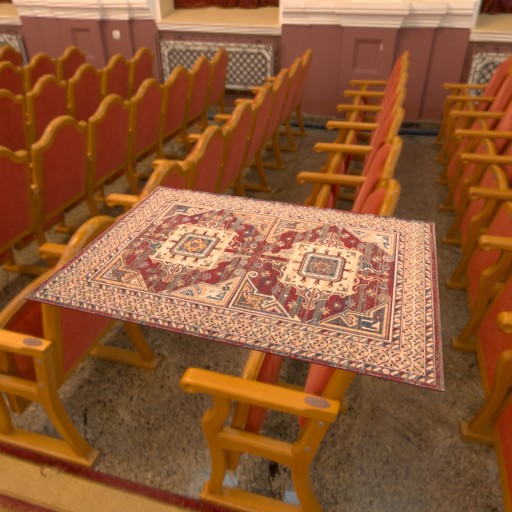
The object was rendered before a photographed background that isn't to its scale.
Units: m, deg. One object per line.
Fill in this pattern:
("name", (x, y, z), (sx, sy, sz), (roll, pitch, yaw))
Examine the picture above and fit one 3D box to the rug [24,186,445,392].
("rug", (0.000, 0.000, 2.839), (2.210, 0.011, 1.599), (10, 34, 14))
